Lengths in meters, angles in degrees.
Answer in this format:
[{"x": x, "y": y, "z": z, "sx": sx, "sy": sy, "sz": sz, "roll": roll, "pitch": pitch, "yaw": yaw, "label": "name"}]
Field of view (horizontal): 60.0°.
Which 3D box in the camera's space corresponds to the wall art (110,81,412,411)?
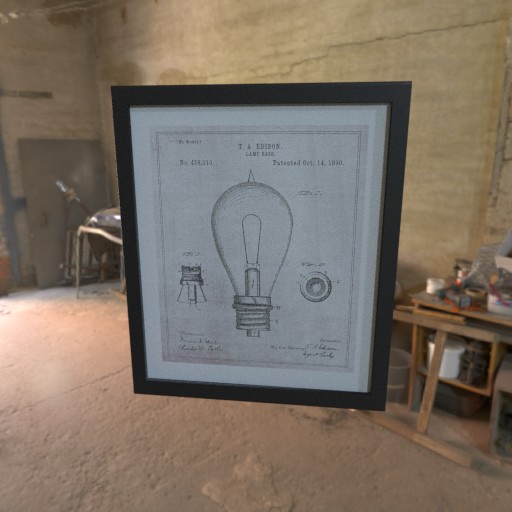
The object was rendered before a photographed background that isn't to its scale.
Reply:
[{"x": 0.000, "y": 0.000, "z": 0.700, "sx": 0.430, "sy": 0.509, "sz": 0.021, "roll": 2, "pitch": 14, "yaw": 7, "label": "wall art"}]
